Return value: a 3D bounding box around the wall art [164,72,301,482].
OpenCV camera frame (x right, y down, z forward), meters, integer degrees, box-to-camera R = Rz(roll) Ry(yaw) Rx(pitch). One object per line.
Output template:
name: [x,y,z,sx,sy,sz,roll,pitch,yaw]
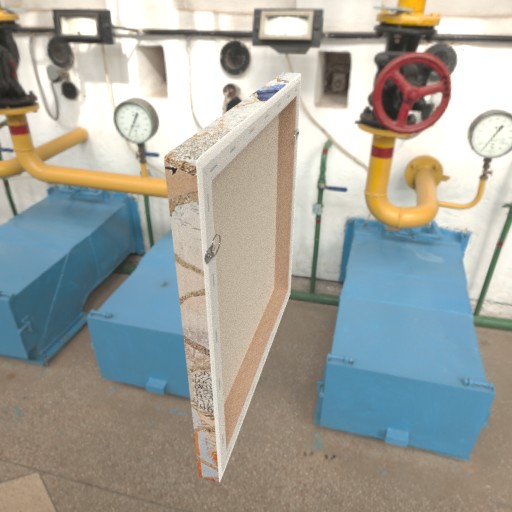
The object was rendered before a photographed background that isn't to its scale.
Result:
wall art: [0.000,0.000,0.751,0.038,0.508,0.507,8,32,14]
